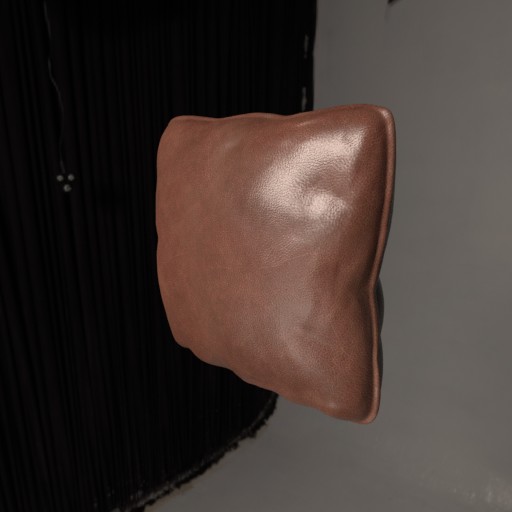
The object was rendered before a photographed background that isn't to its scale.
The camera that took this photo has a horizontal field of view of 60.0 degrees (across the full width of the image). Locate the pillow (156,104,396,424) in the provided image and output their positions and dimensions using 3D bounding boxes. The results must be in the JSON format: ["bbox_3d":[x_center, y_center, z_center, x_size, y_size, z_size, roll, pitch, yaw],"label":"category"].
[{"bbox_3d":[0.000,0.000,0.837,0.532,0.523,0.236,13,19,41],"label":"pillow"}]
